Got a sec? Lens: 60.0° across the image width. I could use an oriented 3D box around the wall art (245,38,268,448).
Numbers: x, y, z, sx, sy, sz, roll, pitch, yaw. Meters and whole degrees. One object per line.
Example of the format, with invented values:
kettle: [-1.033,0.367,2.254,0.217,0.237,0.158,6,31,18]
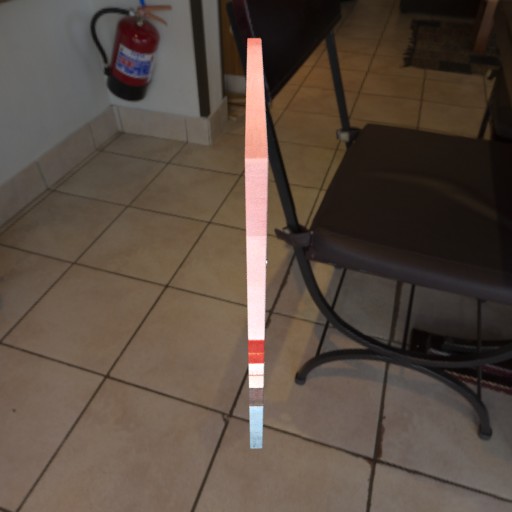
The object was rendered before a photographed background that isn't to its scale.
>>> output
wall art: [0.000,0.000,1.182,0.038,0.914,0.610,0,41,0]
